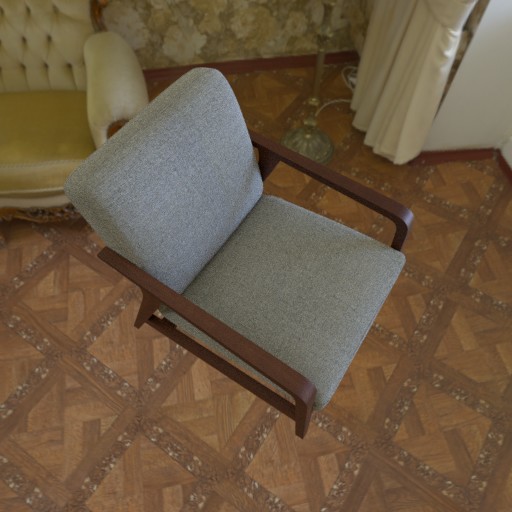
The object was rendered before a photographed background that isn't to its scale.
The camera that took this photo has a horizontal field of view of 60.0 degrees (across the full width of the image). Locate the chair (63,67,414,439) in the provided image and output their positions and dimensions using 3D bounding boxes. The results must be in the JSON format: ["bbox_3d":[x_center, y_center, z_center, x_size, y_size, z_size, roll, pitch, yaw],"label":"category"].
[{"bbox_3d":[0.000,0.000,1.473,0.858,0.847,0.704,29,63,16],"label":"chair"}]
